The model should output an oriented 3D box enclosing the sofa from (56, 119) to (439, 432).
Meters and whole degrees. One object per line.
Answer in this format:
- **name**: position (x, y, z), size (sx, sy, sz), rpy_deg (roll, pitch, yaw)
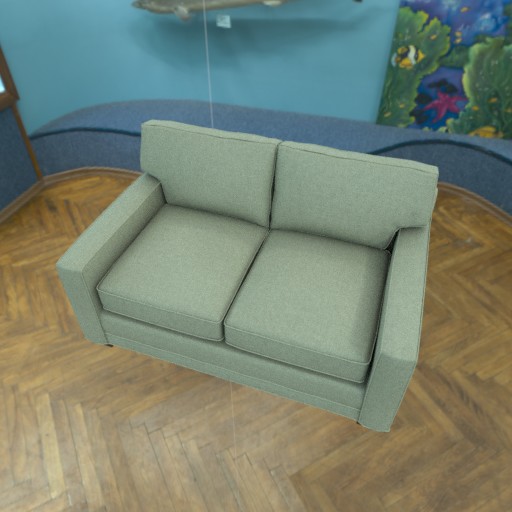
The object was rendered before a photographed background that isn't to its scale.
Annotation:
- **sofa**: position (0.000, 0.000, 2.076), size (1.484, 0.853, 0.940), rpy_deg (13, 44, 14)
